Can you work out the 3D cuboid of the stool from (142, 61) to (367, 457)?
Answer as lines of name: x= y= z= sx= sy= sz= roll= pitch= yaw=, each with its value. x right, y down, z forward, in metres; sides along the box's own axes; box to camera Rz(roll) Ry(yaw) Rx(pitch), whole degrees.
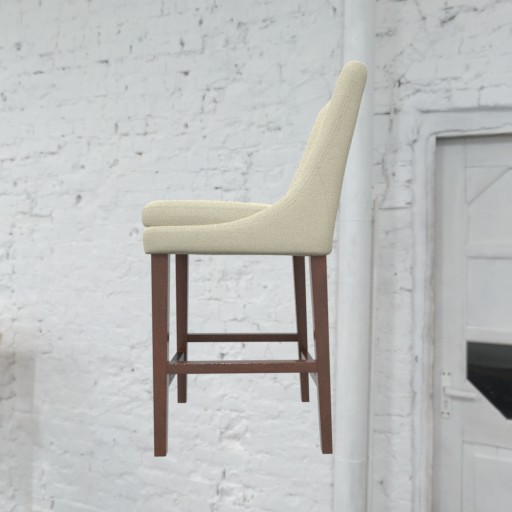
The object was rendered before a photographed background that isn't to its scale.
stool: x=0.000 y=0.000 z=1.298 sx=0.577 sy=0.981 sz=0.470 roll=0 pitch=0 yaw=-2
